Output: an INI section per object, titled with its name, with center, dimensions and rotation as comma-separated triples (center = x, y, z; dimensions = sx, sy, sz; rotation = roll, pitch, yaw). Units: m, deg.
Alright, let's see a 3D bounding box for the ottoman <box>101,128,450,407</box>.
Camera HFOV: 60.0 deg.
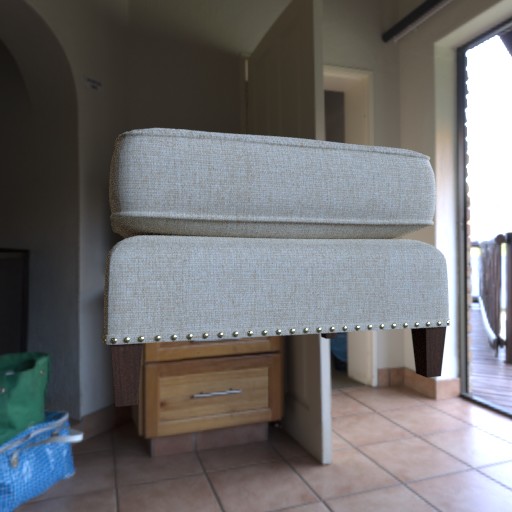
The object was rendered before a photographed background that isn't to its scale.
[ottoman]
center = 0.000, 0.000, 1.147
dimensions = 0.738, 0.537, 0.589
rotation = 0, 0, -17
